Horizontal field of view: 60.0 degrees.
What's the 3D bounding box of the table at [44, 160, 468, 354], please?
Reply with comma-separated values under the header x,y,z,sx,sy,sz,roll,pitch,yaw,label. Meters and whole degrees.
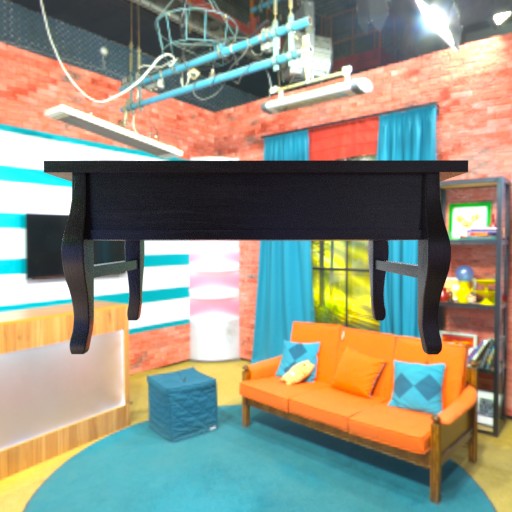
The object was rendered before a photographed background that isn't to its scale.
x,y,z,sx,sy,sz,roll,pitch,yaw,label
0.000,0.000,1.405,1.062,0.494,0.600,0,2,0,table
